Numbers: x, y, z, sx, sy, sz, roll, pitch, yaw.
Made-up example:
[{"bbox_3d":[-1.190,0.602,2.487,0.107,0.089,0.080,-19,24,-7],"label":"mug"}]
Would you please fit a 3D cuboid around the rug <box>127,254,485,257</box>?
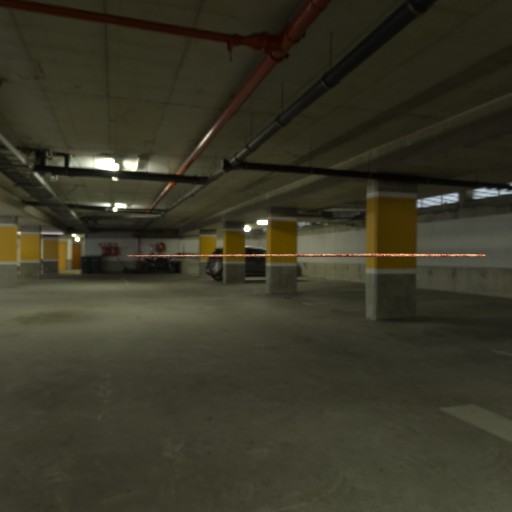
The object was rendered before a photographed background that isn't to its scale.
[{"bbox_3d":[0.000,0.000,2.728,0.750,0.011,2.435,0,0,-36],"label":"rug"}]
